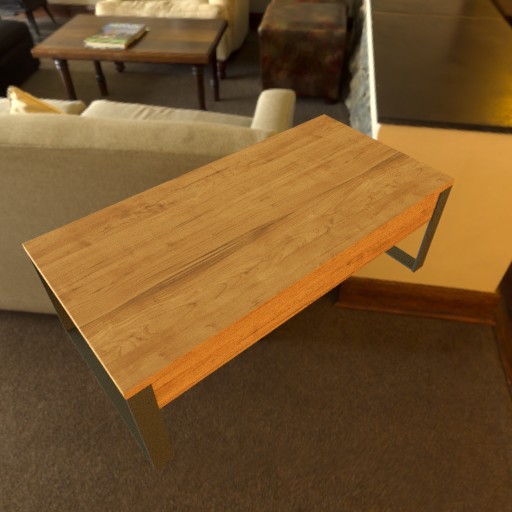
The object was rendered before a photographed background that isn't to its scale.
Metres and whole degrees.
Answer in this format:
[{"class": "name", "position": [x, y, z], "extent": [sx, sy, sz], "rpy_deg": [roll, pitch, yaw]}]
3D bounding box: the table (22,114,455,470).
[{"class": "table", "position": [0.000, 0.000, 1.458], "extent": [1.180, 0.400, 0.590], "rpy_deg": [-30, 52, -27]}]
